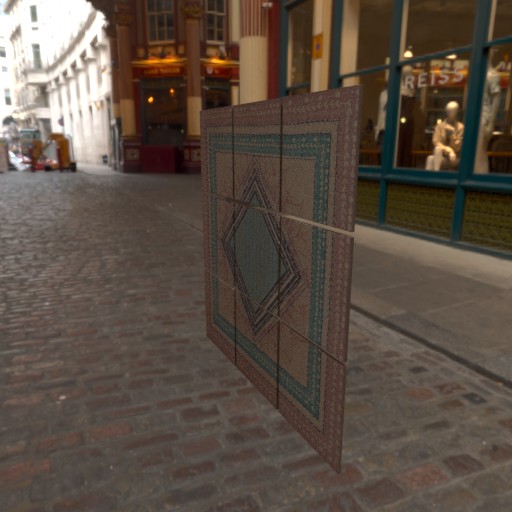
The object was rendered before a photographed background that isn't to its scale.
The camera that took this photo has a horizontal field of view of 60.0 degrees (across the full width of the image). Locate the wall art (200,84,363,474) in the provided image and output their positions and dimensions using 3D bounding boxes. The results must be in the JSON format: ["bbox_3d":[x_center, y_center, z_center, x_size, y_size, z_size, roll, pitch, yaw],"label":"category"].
[{"bbox_3d":[0.000,0.000,2.315,0.014,1.525,1.527,-7,16,-26],"label":"wall art"}]
